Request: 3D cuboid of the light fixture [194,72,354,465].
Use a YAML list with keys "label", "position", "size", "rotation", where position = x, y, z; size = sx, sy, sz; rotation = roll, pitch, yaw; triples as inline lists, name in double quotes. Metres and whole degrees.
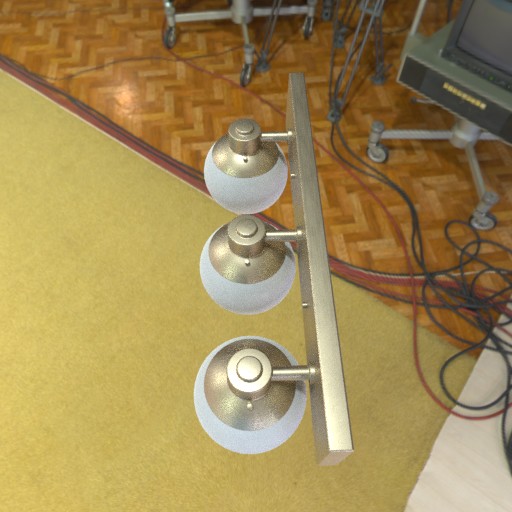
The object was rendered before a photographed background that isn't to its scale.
- label: "light fixture"
  position: [0.000, 0.000, 0.833]
  size: [0.218, 0.263, 0.721]
  rotation: [-1, 58, -1]
